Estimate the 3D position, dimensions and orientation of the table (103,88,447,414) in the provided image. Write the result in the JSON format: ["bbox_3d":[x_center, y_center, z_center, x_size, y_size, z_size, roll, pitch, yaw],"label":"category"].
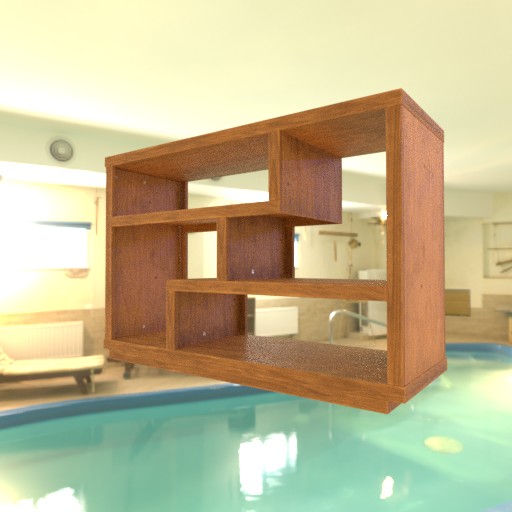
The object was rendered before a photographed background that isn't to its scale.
[{"bbox_3d":[0.000,0.000,1.536,1.151,0.771,0.410,-1,-1,36],"label":"table"}]
